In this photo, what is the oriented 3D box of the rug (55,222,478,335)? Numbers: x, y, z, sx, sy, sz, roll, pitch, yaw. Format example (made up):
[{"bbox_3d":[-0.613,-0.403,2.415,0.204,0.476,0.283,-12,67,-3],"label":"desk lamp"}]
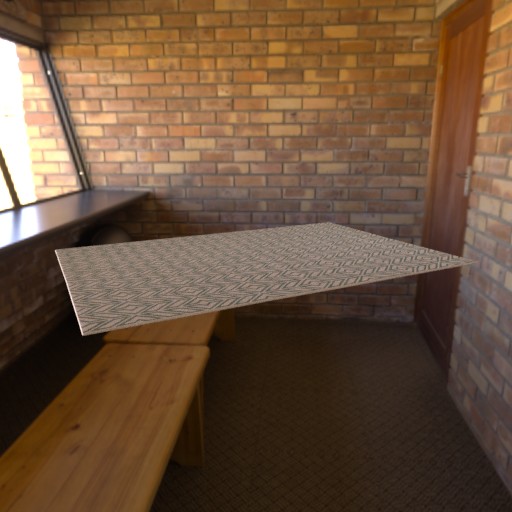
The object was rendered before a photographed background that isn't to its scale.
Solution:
[{"bbox_3d":[0.000,0.000,2.290,1.828,0.007,1.220,-7,16,-26],"label":"rug"}]
